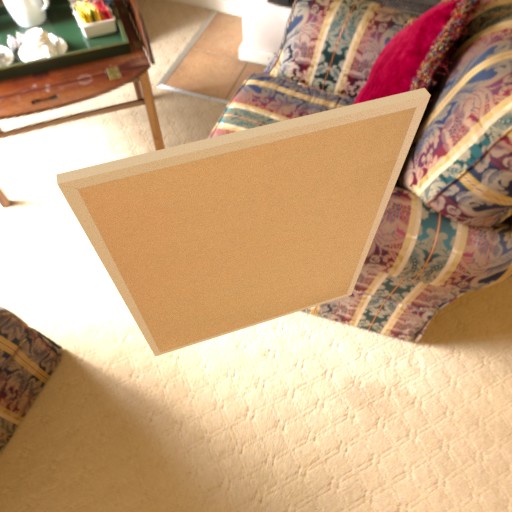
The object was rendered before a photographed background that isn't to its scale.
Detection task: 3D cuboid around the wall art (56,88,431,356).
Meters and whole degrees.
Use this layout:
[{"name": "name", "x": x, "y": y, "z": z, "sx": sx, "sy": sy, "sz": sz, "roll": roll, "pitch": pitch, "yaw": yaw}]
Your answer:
[{"name": "wall art", "x": 0.000, "y": 0.000, "z": 0.627, "sx": 0.382, "sy": 0.456, "sz": 0.013, "roll": -16, "pitch": 59, "yaw": -10}]
